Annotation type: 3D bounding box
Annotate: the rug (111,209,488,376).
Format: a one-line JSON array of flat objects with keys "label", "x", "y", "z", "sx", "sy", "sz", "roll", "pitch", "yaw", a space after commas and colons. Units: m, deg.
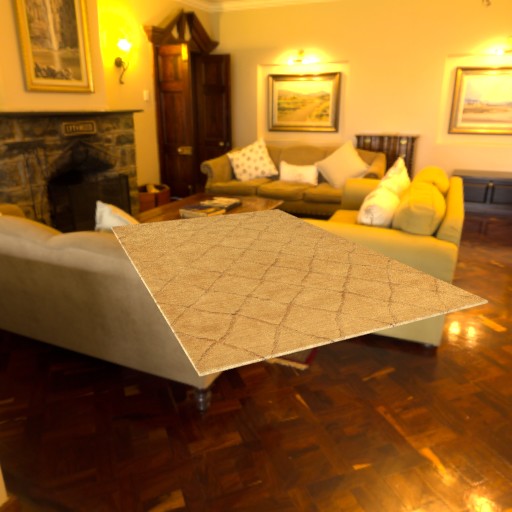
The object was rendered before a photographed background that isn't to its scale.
[{"label": "rug", "x": 0.000, "y": 0.000, "z": 2.921, "sx": 1.528, "sy": 0.014, "sz": 2.292, "roll": -9, "pitch": 21, "yaw": -24}]
